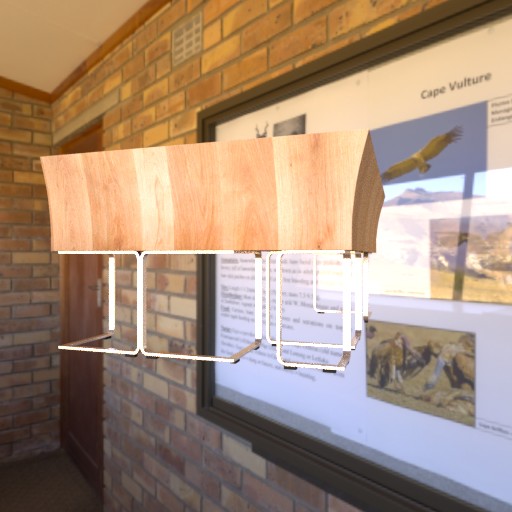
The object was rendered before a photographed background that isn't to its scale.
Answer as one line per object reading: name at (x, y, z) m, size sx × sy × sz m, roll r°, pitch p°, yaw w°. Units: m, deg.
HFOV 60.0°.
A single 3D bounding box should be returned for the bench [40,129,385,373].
bench at (0.000, 0.000, 2.768) m, size 1.495 × 0.930 × 1.945 m, roll 0°, pitch 0°, yaw 18°
